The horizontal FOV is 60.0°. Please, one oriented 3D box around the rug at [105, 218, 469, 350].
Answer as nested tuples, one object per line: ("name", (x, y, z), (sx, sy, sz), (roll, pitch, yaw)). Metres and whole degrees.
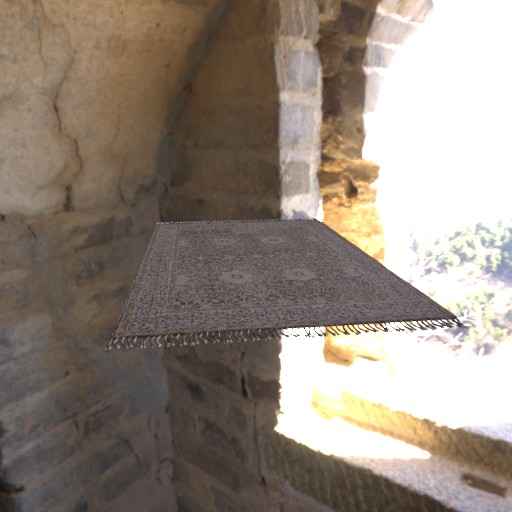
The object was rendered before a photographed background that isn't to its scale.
("rug", (0.000, 0.000, 2.429), (1.237, 0.010, 2.029), (-2, 16, -8))
